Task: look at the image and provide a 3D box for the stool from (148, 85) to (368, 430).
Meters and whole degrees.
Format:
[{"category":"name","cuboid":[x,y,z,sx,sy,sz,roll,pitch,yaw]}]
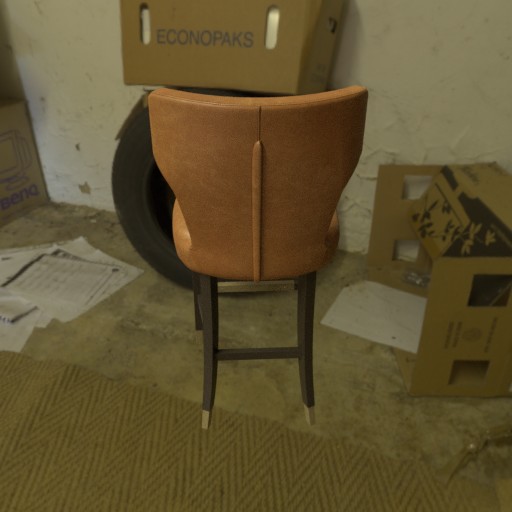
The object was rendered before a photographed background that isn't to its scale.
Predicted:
[{"category":"stool","cuboid":[0.000,0.000,1.429,0.526,1.092,0.563,-1,31,-2]}]
